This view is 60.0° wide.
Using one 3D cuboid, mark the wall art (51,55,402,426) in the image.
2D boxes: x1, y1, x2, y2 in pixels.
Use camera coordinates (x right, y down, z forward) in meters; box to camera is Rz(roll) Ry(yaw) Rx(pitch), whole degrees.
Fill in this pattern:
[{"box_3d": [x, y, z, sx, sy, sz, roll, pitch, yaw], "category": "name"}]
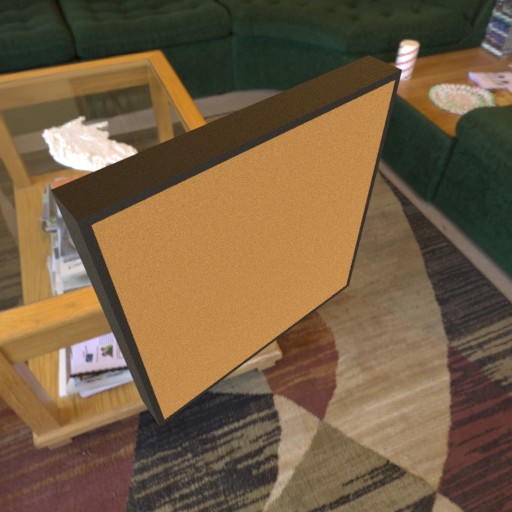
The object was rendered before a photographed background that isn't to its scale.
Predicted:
[{"box_3d": [0.000, 0.000, 0.446, 0.304, 0.304, 0.038, -32, 55, -26], "category": "wall art"}]
